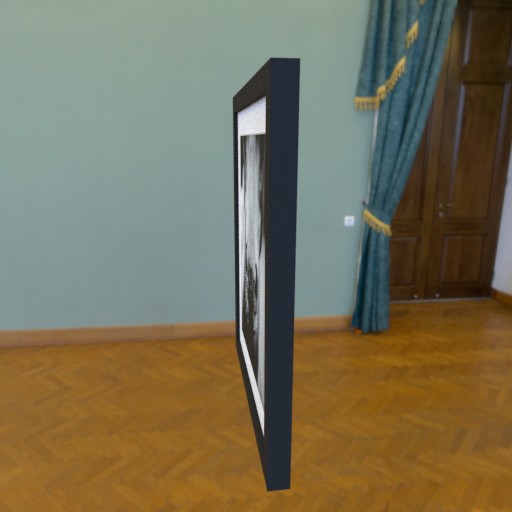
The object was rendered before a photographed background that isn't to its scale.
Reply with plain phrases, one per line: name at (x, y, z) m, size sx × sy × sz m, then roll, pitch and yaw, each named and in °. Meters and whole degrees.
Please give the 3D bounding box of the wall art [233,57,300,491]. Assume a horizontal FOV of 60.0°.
wall art at (0.000, 0.000, 0.767) m, size 0.033 × 0.559 × 0.457 m, roll -2°, pitch 15°, yaw -8°
